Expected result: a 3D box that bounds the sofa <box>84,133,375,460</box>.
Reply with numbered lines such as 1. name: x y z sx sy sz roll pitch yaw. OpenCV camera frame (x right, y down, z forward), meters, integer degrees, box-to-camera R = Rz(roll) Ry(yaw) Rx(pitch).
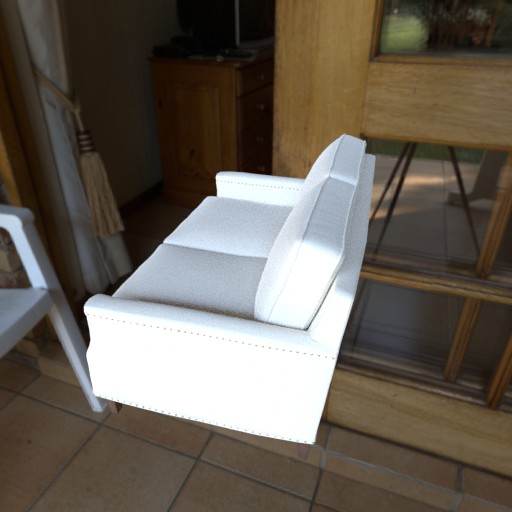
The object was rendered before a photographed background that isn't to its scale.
1. sofa: 0.000 0.000 2.312 1.084 1.003 1.597 8 32 13
